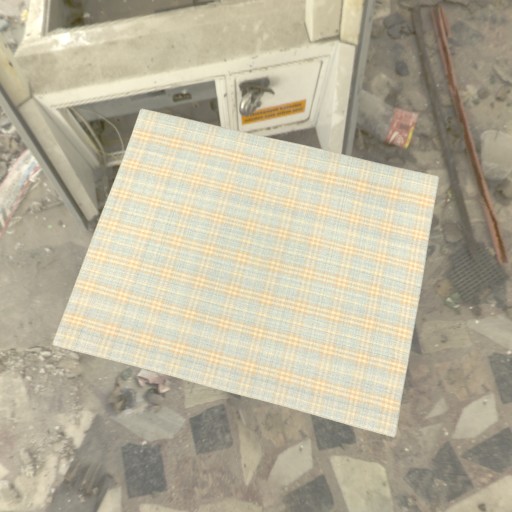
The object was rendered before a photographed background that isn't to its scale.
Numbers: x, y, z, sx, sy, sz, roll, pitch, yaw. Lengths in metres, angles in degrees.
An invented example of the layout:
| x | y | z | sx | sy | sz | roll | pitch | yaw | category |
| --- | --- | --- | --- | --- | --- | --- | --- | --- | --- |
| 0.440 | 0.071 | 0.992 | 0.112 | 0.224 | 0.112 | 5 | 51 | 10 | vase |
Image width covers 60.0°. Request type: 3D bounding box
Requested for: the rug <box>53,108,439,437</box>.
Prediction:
| x | y | z | sx | sy | sz | roll | pitch | yaw | category |
| --- | --- | --- | --- | --- | --- | --- | --- | --- | --- |
| 0.000 | 0.000 | 4.109 | 3.066 | 0.030 | 2.462 | 14 | 75 | 4 | rug |
